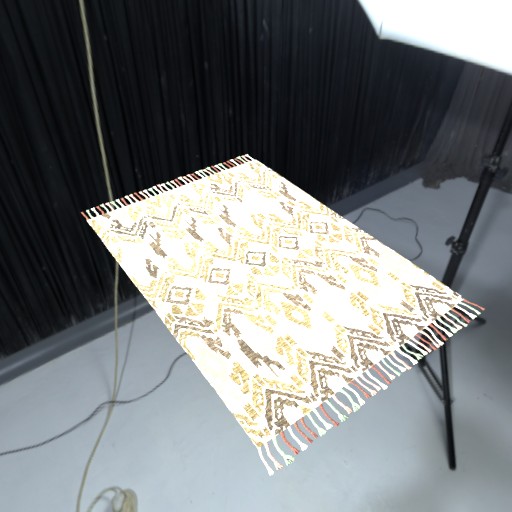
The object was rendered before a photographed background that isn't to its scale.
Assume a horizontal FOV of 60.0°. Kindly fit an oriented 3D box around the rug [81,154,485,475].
[{"bbox_3d":[0.000,0.000,2.263,1.219,0.008,1.829,-26,47,-27],"label":"rug"}]
